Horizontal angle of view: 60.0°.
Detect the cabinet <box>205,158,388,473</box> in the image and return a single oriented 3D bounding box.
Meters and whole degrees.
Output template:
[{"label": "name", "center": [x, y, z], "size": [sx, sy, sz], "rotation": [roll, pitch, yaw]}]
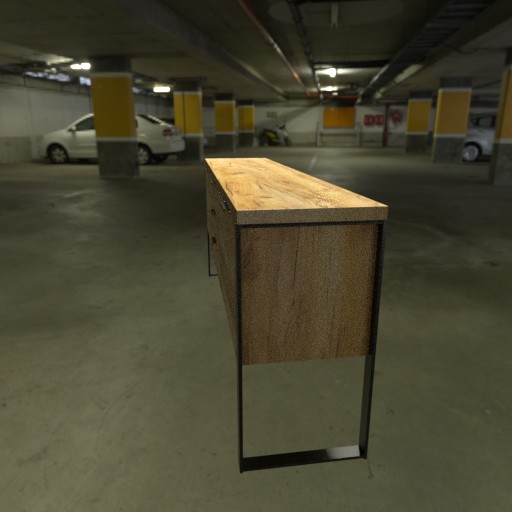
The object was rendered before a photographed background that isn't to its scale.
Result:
[{"label": "cabinet", "center": [0.000, 0.000, 2.043], "size": [0.395, 0.762, 1.800], "rotation": [-2, 16, -8]}]
